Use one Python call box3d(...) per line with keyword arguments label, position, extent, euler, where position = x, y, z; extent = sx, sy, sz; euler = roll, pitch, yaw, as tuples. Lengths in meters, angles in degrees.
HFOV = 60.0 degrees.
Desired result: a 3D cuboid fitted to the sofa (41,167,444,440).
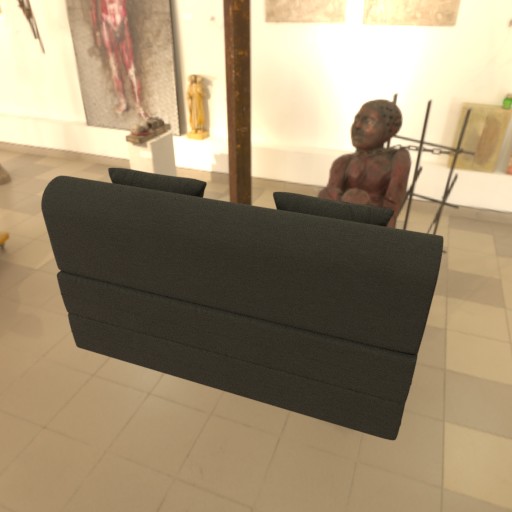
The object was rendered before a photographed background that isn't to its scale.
box3d(label="sofa", position=(0.000, 0.000, 1.683), extent=(1.225, 0.670, 0.762), euler=(11, 33, 17))
